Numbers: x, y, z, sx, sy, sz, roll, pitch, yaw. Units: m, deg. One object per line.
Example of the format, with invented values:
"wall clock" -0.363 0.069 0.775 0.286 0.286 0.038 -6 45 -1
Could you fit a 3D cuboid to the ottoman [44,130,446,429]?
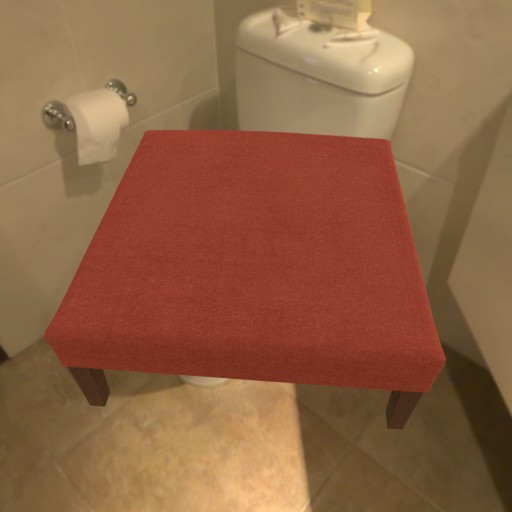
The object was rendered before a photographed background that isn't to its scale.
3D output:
"ottoman" 0.000 0.000 1.388 0.890 0.411 0.889 3 46 3
